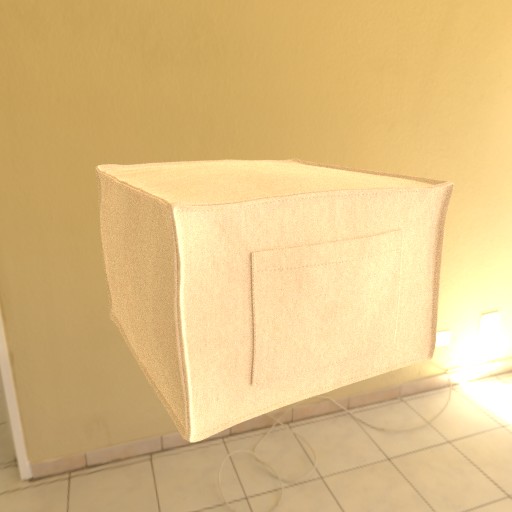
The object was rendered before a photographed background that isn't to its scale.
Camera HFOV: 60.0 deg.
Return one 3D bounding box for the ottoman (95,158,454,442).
[{"bbox_3d":[0.000,0.000,1.180,0.707,0.470,0.696,-9,19,-28],"label":"ottoman"}]
